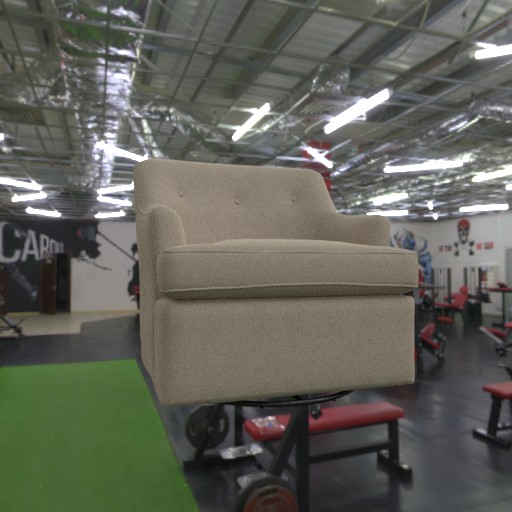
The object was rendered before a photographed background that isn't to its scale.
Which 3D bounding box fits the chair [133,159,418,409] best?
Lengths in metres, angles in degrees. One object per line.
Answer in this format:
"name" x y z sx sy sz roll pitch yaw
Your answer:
"chair" 0.000 0.000 1.650 0.864 0.856 0.923 0 -1 -18
